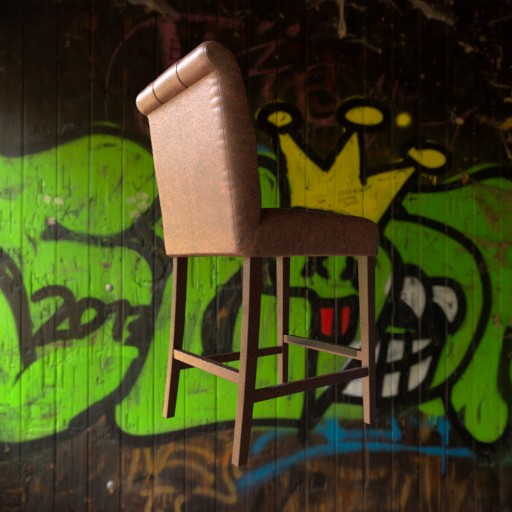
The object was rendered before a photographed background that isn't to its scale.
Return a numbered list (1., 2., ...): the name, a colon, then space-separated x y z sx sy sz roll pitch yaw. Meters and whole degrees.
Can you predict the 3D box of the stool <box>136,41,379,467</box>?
1. stool: 0.000 0.000 1.450 0.660 1.084 0.486 0 -1 -36
